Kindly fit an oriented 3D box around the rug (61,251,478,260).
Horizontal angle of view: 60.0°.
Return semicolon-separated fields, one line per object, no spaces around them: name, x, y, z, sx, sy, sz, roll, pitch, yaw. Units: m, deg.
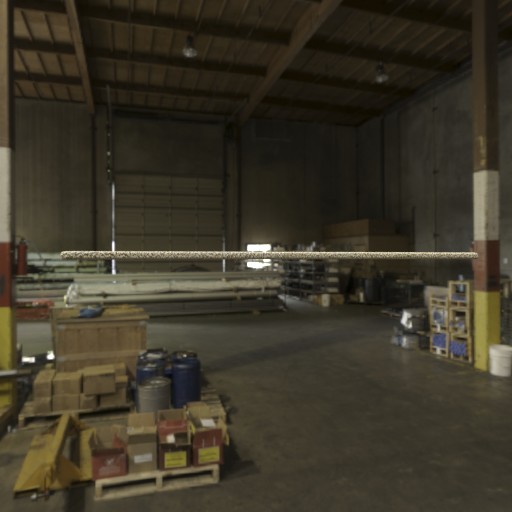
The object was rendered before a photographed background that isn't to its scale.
rug;0.000;0.000;2.357;1.778;0.030;1.219;0;0;-17
